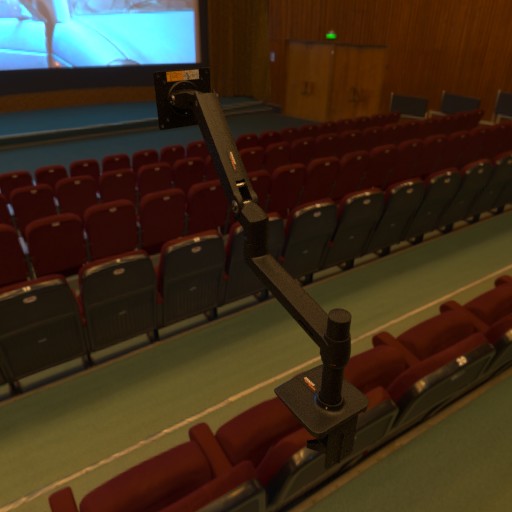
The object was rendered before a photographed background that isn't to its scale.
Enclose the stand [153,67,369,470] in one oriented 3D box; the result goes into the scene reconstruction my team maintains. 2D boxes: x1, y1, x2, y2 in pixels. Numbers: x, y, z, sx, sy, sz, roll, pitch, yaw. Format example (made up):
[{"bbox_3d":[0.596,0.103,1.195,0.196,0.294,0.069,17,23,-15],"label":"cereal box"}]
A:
[{"bbox_3d":[0.000,0.000,1.002,0.152,0.713,0.650,-18,35,-28],"label":"stand"}]
